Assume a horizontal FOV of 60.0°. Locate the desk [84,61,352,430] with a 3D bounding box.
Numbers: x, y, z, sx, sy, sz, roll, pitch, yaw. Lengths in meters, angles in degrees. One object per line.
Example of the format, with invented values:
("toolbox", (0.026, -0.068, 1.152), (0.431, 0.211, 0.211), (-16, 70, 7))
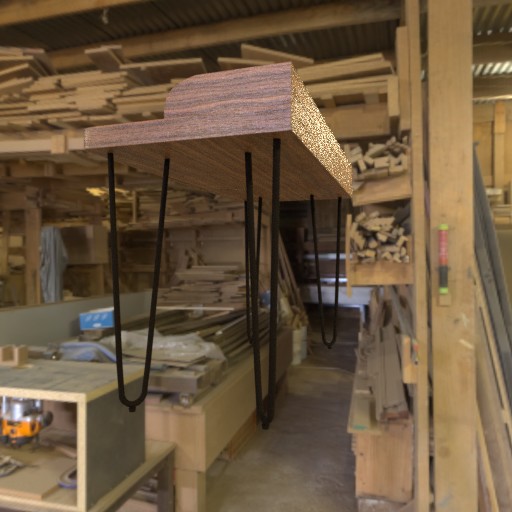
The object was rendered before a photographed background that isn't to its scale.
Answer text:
("desk", (0.000, 0.000, 1.630), (0.565, 0.854, 1.200), (0, 0, 18))
